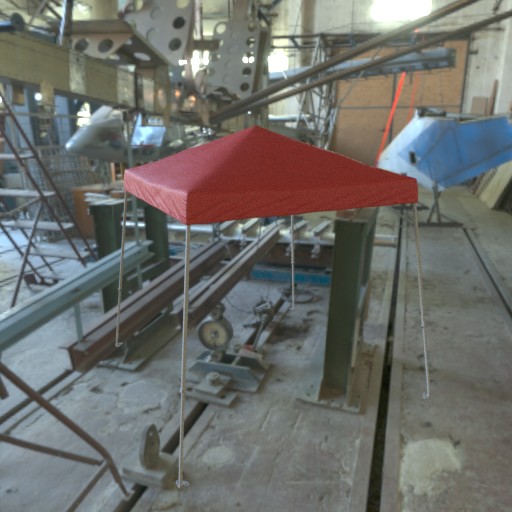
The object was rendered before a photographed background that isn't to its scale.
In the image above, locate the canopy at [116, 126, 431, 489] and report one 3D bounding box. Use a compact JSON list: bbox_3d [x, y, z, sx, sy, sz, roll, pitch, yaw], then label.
[{"bbox_3d":[0.000,0.000,6.384,3.600,3.600,3.599,-8,18,-26],"label":"canopy"}]
